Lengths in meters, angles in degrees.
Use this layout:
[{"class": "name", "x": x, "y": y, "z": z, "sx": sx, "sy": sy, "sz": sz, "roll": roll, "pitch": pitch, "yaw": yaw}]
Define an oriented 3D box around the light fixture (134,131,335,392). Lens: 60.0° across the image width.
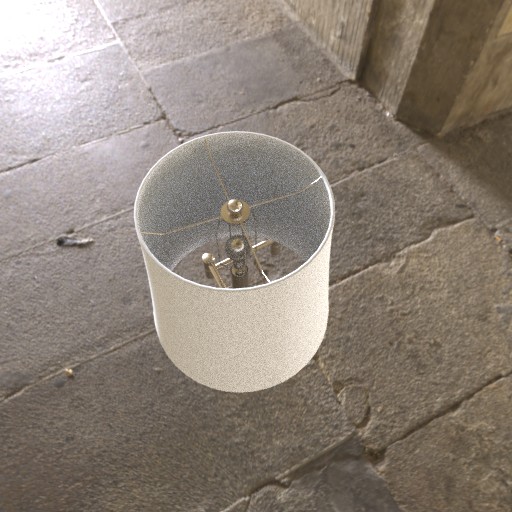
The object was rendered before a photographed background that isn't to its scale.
[{"class": "light fixture", "x": 0.000, "y": 0.000, "z": 0.583, "sx": 0.223, "sy": 0.381, "sz": 0.348, "roll": 15, "pitch": 60, "yaw": 9}]
